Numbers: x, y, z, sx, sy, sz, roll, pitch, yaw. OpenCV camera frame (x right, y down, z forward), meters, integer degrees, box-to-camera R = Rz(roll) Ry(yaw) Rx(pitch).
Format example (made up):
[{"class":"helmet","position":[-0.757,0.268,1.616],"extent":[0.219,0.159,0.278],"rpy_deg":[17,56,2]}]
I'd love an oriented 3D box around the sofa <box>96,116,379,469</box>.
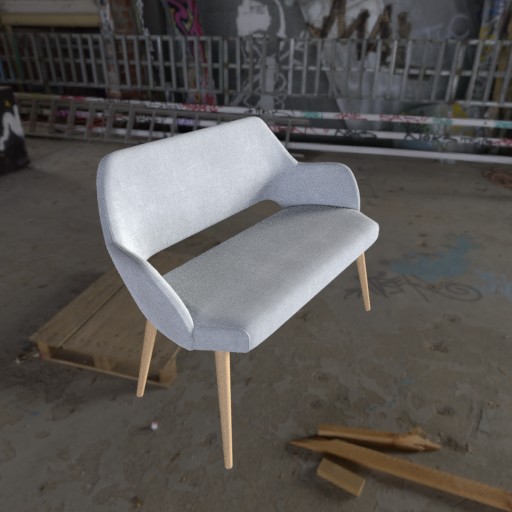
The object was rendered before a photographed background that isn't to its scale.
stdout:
[{"class":"sofa","position":[0.000,0.000,1.647],"extent":[0.610,0.840,1.150],"rpy_deg":[19,33,31]}]
